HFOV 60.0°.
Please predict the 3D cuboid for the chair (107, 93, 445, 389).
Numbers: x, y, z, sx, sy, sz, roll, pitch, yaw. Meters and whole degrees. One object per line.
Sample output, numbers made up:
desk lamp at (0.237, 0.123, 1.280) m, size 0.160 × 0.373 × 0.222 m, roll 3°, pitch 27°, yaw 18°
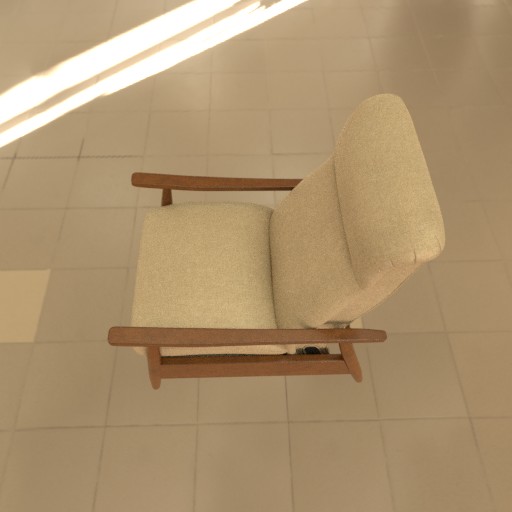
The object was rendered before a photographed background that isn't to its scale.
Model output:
chair at (0.000, 0.000, 1.766) m, size 1.030 × 1.082 × 0.762 m, roll -2°, pitch 58°, yaw -1°
